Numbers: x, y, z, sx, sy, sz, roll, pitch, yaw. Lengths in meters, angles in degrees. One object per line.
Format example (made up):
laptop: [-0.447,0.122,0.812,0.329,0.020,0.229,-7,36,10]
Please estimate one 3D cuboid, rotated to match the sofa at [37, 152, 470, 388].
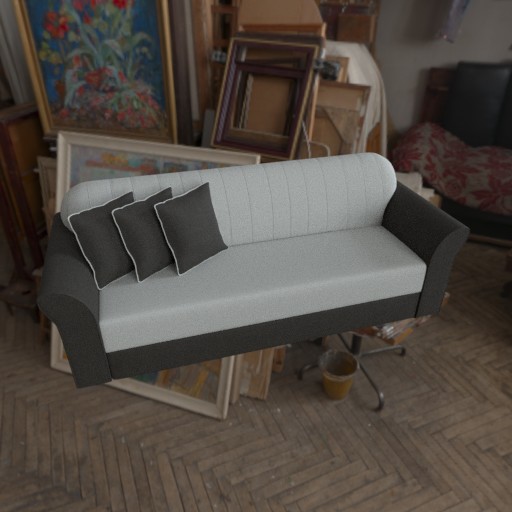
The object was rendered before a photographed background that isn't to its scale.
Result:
sofa: [0.000,0.000,2.366,2.001,0.787,0.755,-9,33,-14]
